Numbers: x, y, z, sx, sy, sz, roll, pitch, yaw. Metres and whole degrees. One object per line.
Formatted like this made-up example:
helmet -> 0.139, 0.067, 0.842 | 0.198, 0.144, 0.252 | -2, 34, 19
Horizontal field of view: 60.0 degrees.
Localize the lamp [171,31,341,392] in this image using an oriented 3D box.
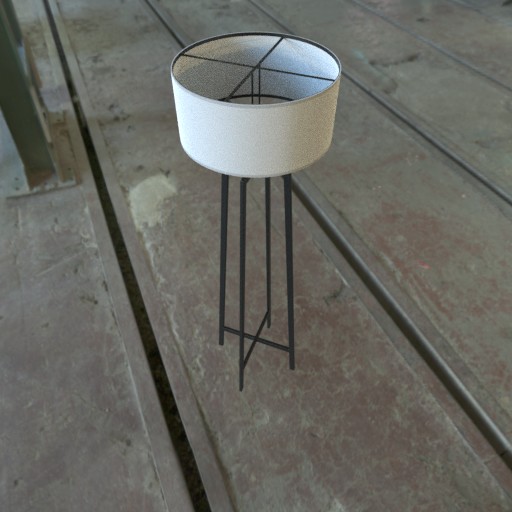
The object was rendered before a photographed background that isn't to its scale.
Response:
lamp -> 0.000, 0.000, 1.745 | 0.456, 1.510, 0.457 | 16, 49, 14
